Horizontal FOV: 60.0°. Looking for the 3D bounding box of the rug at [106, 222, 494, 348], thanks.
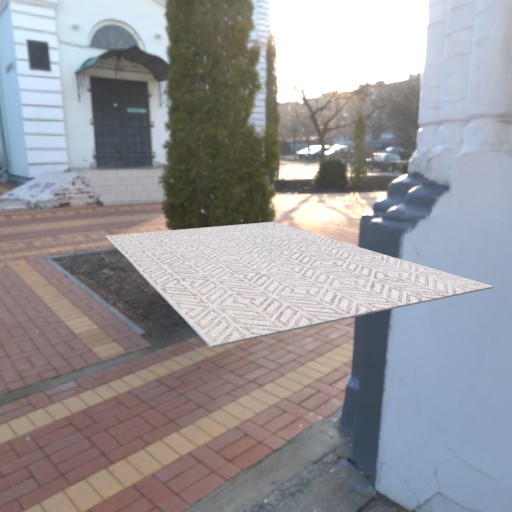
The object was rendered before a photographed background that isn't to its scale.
[{"bbox_3d":[0.000,0.000,2.305,1.220,0.007,1.828,-7,15,-26],"label":"rug"}]
